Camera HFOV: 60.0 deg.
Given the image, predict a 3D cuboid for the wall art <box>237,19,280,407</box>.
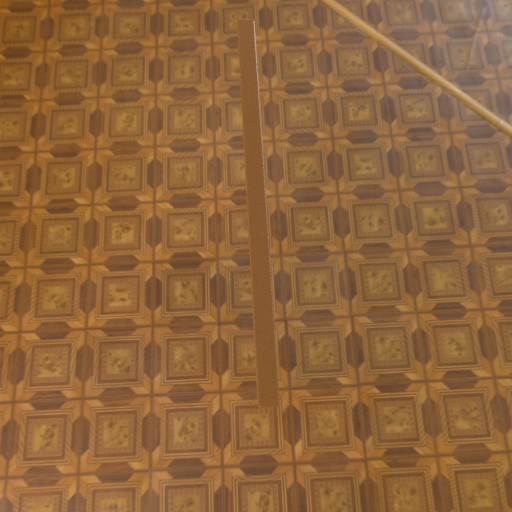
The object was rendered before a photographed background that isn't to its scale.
[{"bbox_3d":[0.000,0.000,0.514,0.015,0.379,0.310,-3,75,-1],"label":"wall art"}]
